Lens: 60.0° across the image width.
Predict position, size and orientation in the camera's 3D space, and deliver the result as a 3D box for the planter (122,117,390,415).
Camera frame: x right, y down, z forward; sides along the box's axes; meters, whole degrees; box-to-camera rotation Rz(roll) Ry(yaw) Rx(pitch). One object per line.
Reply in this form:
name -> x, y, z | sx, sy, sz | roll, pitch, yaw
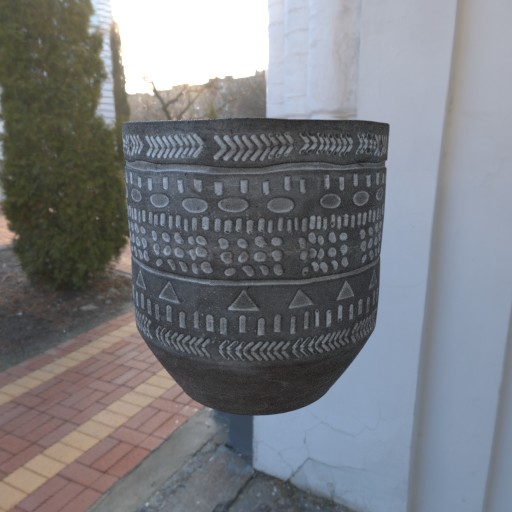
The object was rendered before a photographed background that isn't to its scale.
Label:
planter -> 0.000, 0.000, 0.223 | 0.122, 0.128, 0.122 | 0, 14, 0
